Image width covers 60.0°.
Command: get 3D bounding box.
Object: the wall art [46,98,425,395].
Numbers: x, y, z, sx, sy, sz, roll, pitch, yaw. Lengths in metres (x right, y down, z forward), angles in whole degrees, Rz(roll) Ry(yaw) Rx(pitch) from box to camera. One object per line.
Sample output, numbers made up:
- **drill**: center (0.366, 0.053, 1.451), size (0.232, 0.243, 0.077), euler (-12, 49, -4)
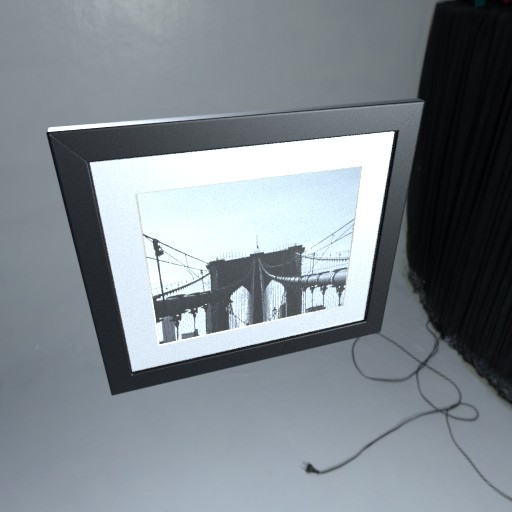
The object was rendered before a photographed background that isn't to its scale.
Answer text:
- **wall art**: center (0.000, 0.000, 0.711), size (0.521, 0.450, 0.018), euler (-10, 33, -15)
